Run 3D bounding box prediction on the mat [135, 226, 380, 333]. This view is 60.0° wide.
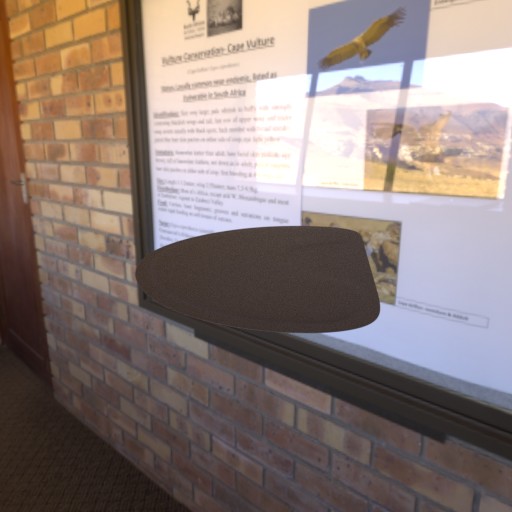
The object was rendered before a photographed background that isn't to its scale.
[{"bbox_3d":[0.000,0.000,1.847,0.913,0.013,1.524,2,14,10],"label":"mat"}]
